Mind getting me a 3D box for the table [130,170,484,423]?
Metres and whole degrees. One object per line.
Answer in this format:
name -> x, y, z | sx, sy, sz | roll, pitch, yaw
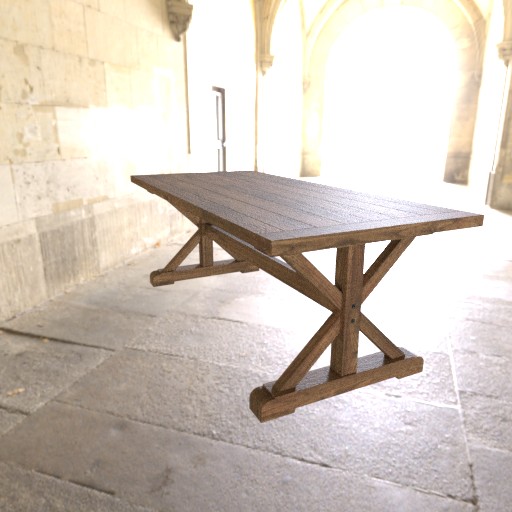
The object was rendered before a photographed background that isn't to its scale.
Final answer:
table -> 0.000, 0.000, 2.443 | 0.907, 0.733, 2.031 | -8, 18, -25
